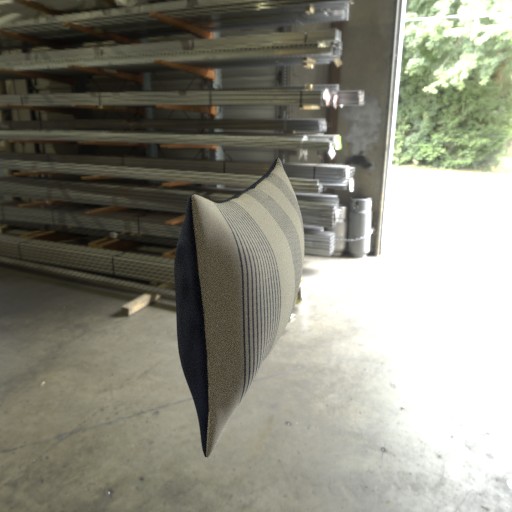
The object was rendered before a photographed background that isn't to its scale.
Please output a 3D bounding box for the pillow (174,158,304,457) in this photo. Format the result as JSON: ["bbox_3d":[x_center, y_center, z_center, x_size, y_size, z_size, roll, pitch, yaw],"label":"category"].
[{"bbox_3d":[0.000,0.000,0.731,0.151,0.287,0.610,3,16,10],"label":"pillow"}]
